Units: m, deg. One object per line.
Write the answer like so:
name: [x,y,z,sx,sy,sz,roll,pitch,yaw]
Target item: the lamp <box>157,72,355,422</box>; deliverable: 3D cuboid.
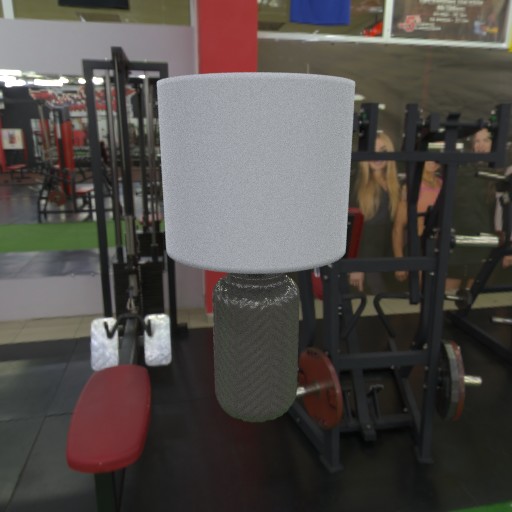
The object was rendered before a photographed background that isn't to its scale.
lamp: [0.000,0.000,0.515,0.203,0.389,0.203,-2,16,-8]
